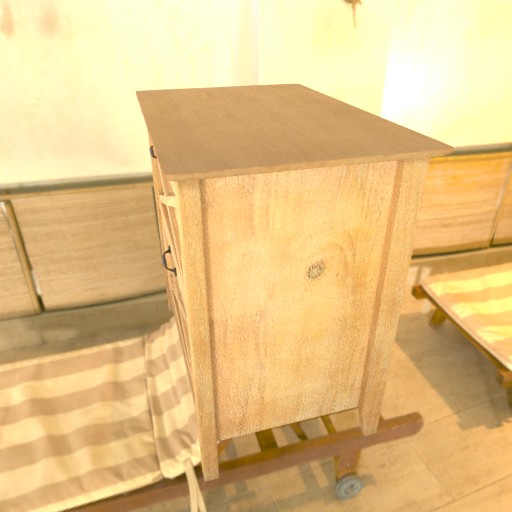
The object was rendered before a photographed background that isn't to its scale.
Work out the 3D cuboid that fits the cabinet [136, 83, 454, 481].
[{"bbox_3d":[0.000,0.000,1.209,0.503,0.762,0.763,-8,31,-14],"label":"cabinet"}]
